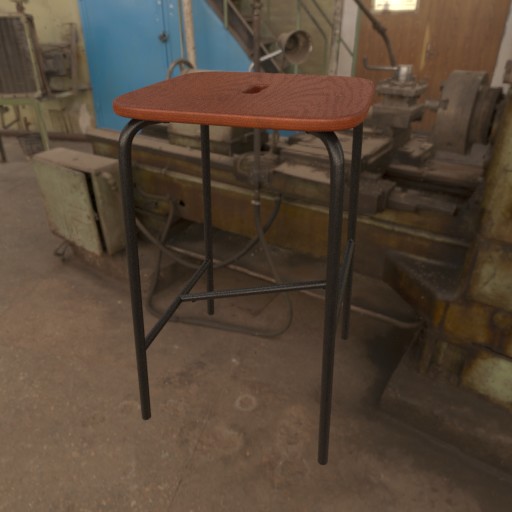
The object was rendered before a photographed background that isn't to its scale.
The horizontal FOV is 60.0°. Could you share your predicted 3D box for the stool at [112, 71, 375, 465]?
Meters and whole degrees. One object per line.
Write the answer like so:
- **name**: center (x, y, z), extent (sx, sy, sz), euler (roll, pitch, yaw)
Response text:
- **stool**: center (0.000, 0.000, 0.852), extent (0.376, 0.610, 0.376), euler (8, 31, 14)
